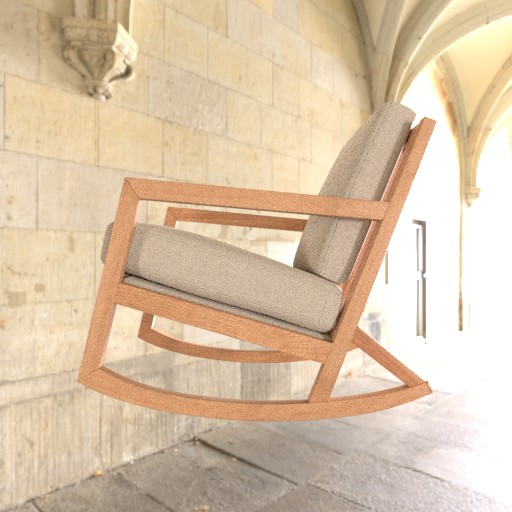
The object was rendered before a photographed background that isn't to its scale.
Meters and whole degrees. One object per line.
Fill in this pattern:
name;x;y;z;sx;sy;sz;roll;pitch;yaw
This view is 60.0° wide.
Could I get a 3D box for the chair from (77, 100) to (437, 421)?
chair;0.000;0.000;1.363;0.857;0.790;0.622;0;0;-2
